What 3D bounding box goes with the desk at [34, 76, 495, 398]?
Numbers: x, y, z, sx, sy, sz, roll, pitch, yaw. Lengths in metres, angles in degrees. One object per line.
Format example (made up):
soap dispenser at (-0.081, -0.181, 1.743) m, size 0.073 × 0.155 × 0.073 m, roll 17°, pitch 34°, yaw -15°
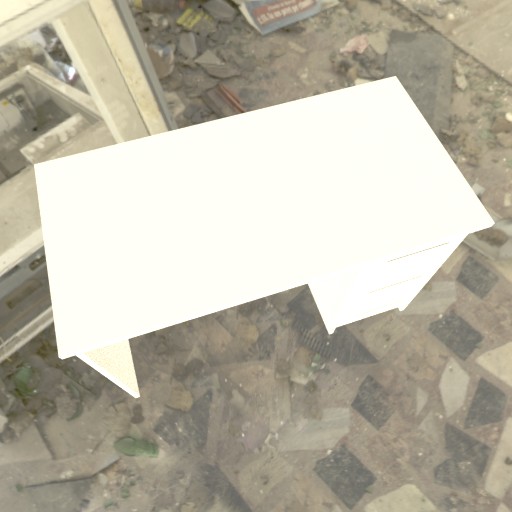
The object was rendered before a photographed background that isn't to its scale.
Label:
desk at (0.000, 0.000, 1.499) m, size 1.097 × 0.735 × 0.560 m, roll -16°, pitch 64°, yaw -8°
